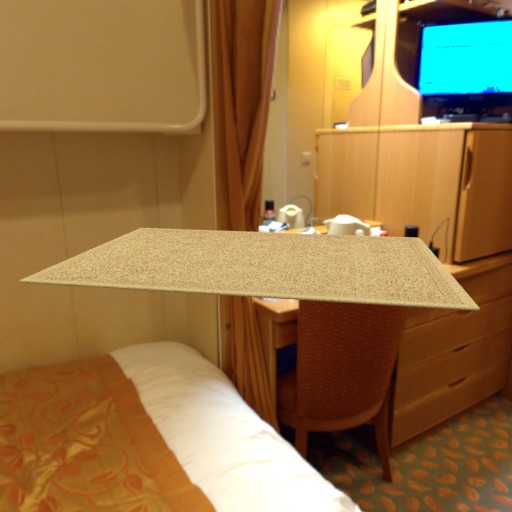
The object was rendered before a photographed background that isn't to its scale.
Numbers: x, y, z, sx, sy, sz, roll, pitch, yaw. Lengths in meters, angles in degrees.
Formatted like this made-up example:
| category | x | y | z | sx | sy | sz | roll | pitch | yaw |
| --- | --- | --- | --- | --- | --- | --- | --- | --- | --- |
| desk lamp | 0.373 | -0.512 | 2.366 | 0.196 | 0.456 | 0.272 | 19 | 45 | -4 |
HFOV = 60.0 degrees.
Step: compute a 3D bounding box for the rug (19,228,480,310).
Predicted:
| category | x | y | z | sx | sy | sz | roll | pitch | yaw |
| --- | --- | --- | --- | --- | --- | --- | --- | --- | --- |
| rug | 0.000 | 0.000 | 2.299 | 1.829 | 0.010 | 1.219 | 3 | 15 | 10 |
